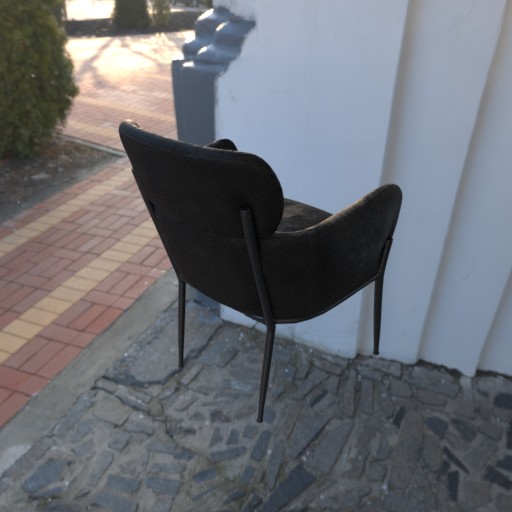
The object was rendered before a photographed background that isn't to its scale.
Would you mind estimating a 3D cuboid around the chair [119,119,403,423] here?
[{"bbox_3d":[0.000,0.000,1.268,0.640,0.818,0.604,24,39,33],"label":"chair"}]
